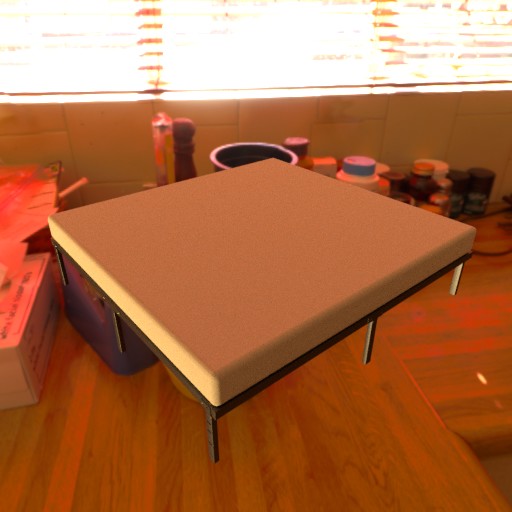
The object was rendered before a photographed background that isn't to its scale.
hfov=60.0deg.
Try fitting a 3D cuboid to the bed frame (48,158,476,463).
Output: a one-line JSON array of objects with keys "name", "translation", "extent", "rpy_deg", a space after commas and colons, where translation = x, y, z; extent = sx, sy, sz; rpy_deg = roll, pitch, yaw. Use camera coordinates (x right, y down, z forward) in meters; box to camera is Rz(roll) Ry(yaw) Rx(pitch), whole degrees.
[{"name": "bed frame", "translation": [0.000, 0.000, 3.857], "extent": [2.635, 0.680, 2.526], "rpy_deg": [-22, 36, -34]}]
